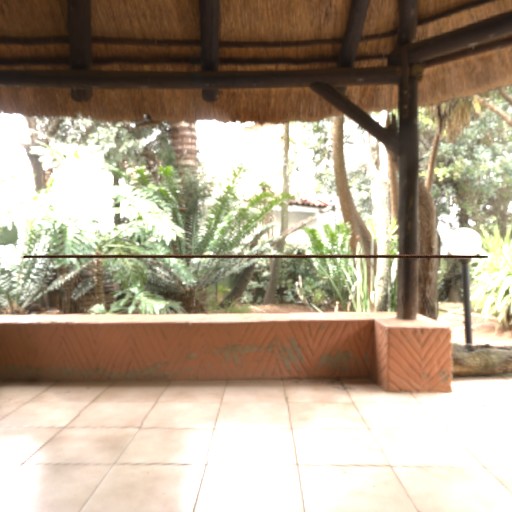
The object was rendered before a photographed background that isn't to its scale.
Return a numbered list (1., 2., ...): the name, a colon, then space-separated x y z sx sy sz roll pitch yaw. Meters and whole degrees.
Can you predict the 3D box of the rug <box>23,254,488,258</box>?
1. rug: 0.000 0.000 2.695 2.439 0.017 0.764 0 1 0
